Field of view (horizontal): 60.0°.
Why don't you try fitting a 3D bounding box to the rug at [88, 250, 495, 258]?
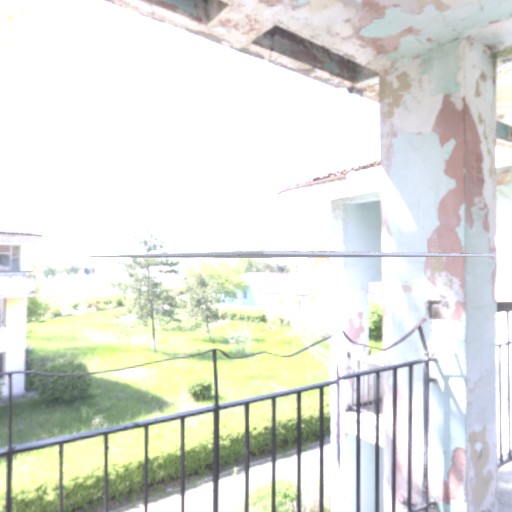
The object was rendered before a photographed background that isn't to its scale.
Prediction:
[{"bbox_3d":[0.000,0.000,2.840,1.514,0.014,2.275,0,-1,-35],"label":"rug"}]
